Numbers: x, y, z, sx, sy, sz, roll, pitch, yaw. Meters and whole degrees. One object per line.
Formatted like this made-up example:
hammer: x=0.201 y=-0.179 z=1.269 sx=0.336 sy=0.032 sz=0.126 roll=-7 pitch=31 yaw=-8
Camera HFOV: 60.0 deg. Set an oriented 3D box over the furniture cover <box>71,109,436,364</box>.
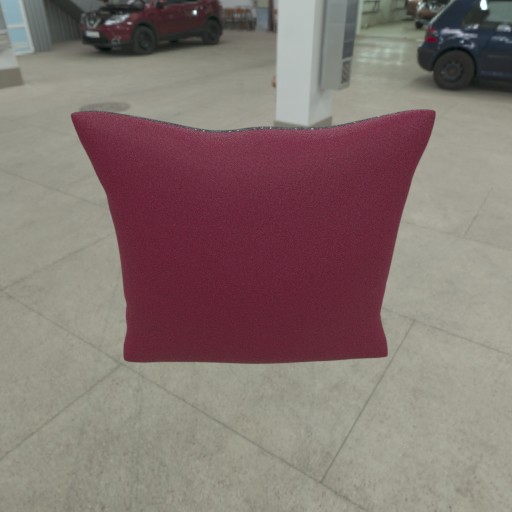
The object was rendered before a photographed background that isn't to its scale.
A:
furniture cover: x=0.000 y=0.000 z=0.794 sx=0.552 sy=0.509 sz=0.193 roll=-1 pitch=32 yaw=-1
